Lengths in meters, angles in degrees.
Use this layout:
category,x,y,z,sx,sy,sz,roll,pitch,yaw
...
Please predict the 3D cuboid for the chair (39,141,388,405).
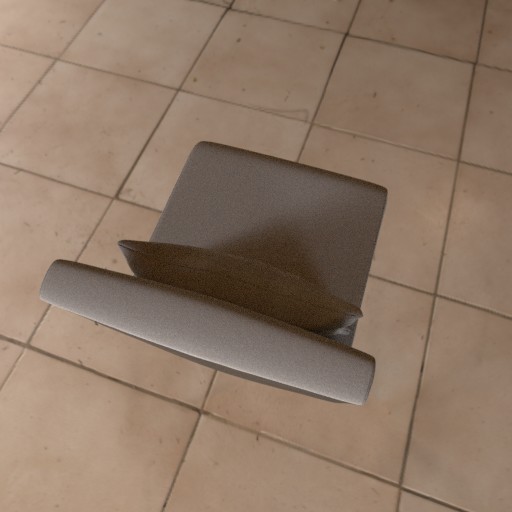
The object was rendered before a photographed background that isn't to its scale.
category,x,y,z,sx,sy,sz,roll,pitch,yaw
chair,0.000,0.000,1.474,0.770,0.808,0.902,16,64,8
